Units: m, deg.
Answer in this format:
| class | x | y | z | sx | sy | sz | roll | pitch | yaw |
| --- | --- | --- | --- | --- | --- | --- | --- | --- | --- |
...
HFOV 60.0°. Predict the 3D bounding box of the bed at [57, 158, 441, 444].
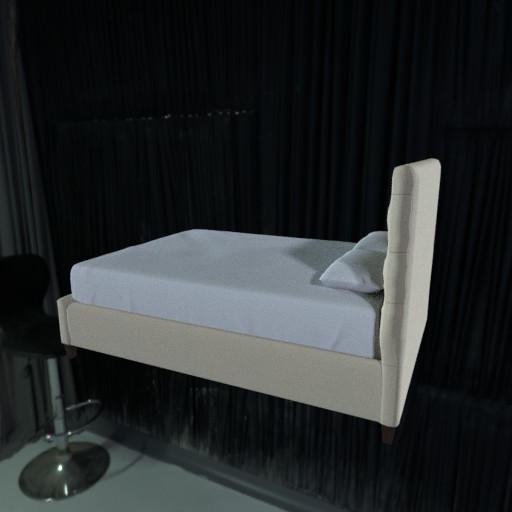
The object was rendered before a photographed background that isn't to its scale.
| class | x | y | z | sx | sy | sz | roll | pitch | yaw |
| --- | --- | --- | --- | --- | --- | --- | --- | --- | --- |
| bed | 0.000 | 0.000 | 3.345 | 2.387 | 1.427 | 1.698 | 6 | 15 | 25 |
